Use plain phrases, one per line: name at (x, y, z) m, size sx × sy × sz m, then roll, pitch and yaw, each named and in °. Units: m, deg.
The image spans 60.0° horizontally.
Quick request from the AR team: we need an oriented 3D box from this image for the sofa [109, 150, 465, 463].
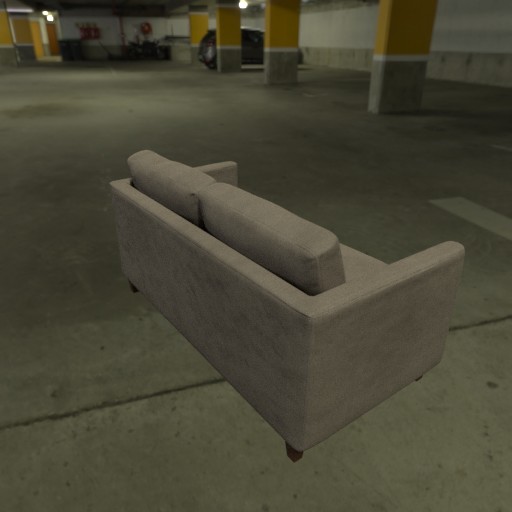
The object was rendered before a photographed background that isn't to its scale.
sofa at (0.000, 0.000, 2.450) m, size 0.950 × 0.963 × 1.884 m, roll -18°, pitch 31°, yaw -32°
